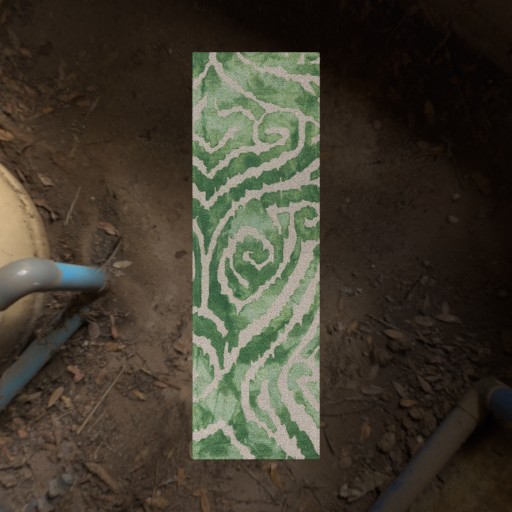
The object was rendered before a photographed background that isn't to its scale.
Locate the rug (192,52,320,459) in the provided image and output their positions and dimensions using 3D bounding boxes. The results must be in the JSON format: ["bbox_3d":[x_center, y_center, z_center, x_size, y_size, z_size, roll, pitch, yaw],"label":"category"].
[{"bbox_3d":[0.000,0.000,2.659,0.761,0.006,2.438,0,90,0],"label":"rug"}]
